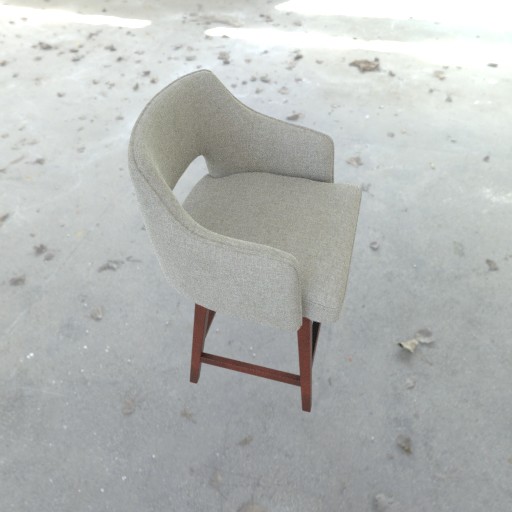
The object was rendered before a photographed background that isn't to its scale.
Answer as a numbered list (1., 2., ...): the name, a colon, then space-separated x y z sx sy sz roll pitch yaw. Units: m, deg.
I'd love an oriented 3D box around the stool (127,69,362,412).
1. stool: 0.000 0.000 1.360 0.558 0.944 0.599 11 47 10
